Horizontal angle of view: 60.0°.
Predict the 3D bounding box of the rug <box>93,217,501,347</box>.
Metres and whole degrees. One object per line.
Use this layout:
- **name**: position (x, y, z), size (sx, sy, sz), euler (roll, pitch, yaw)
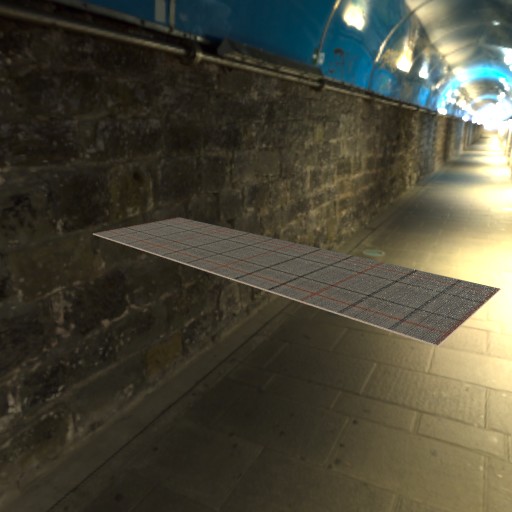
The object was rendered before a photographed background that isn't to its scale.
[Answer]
- **rug**: position (0.000, 0.000, 2.613), size (2.439, 0.008, 0.762), euler (15, 22, 41)
